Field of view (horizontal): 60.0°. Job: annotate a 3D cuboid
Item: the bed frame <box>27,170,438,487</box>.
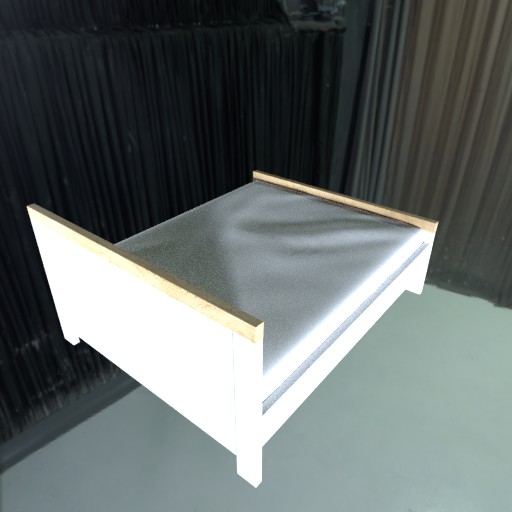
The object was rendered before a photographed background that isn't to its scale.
[{"bbox_3d":[0.000,0.000,2.979,1.670,0.980,2.050,23,38,33],"label":"bed frame"}]
